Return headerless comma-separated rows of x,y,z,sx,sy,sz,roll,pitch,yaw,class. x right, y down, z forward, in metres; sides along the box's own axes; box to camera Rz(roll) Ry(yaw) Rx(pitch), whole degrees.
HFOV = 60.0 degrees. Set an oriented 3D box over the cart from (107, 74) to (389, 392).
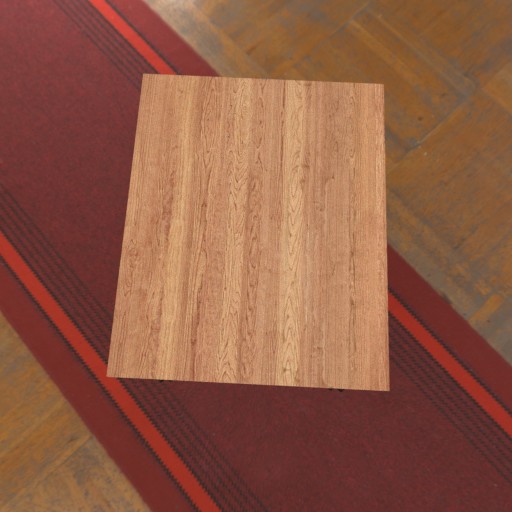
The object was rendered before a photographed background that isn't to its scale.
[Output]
0.000,0.000,1.113,0.558,0.603,0.666,3,77,1,cart
